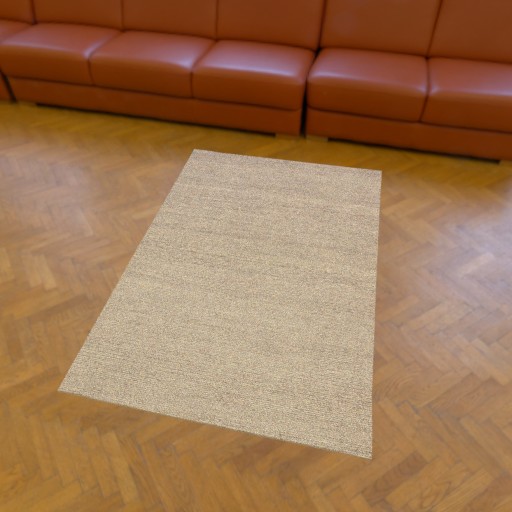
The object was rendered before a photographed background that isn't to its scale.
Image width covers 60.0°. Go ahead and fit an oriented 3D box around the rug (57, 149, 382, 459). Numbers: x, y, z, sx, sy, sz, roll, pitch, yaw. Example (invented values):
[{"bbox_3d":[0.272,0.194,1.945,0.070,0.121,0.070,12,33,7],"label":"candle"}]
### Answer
[{"bbox_3d":[0.000,0.000,2.963,1.609,0.030,2.342,9,47,9],"label":"rug"}]
